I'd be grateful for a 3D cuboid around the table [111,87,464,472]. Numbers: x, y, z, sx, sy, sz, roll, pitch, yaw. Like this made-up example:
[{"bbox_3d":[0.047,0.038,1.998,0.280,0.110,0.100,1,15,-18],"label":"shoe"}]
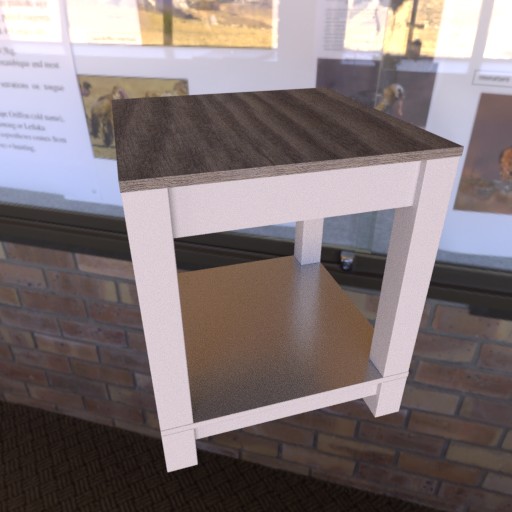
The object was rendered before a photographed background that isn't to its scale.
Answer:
[{"bbox_3d":[0.000,0.000,0.965,0.504,0.587,0.506,-9,32,-14],"label":"table"}]
